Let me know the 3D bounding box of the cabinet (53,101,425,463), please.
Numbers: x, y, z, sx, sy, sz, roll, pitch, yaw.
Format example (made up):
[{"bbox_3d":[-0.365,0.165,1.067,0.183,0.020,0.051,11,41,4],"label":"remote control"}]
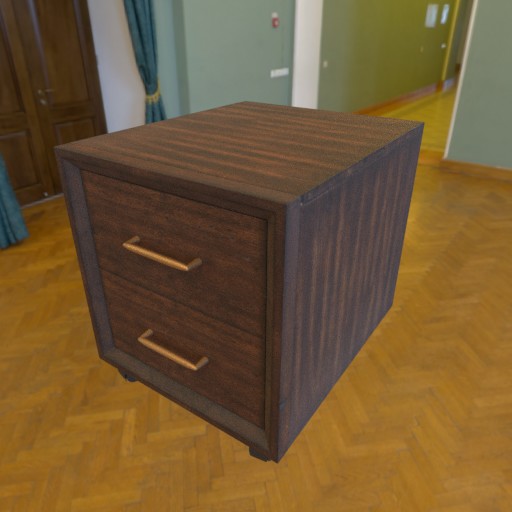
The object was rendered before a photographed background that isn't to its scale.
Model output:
[{"bbox_3d":[0.000,0.000,0.833,0.402,0.455,0.500,18,33,30],"label":"cabinet"}]
